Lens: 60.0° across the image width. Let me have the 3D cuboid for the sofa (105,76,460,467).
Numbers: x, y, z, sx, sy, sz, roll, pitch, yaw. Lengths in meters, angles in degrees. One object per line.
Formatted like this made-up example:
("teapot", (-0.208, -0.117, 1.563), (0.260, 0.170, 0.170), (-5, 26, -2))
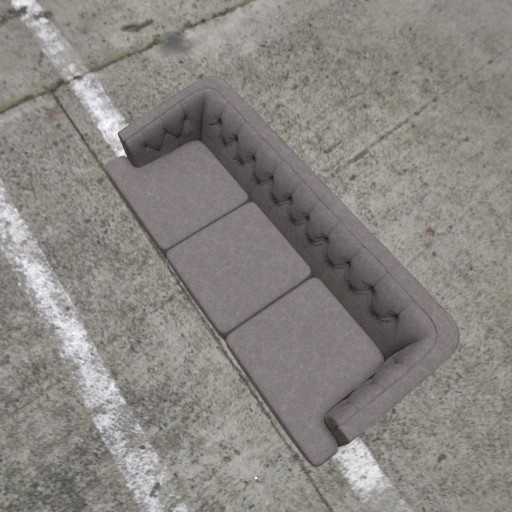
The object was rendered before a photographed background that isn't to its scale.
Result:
("sofa", (0.000, 0.000, 2.688), (0.917, 0.806, 2.247), (-33, 68, -15))
